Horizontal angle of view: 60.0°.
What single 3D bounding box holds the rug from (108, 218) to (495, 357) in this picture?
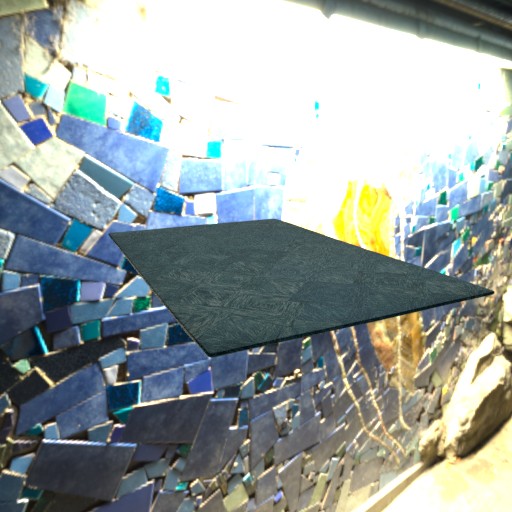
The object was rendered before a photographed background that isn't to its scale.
[{"bbox_3d":[0.000,0.000,2.145,1.136,0.017,1.728,-7,17,-25],"label":"rug"}]
